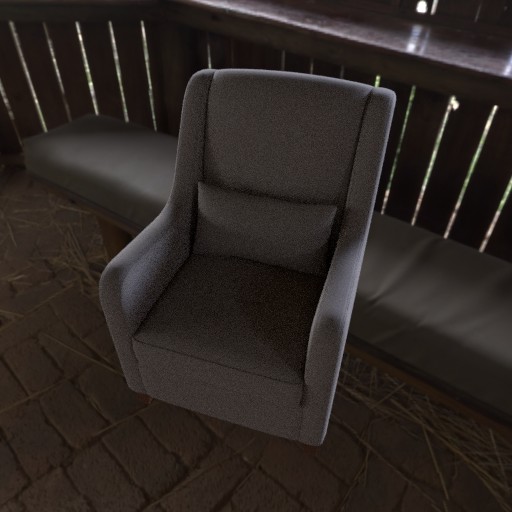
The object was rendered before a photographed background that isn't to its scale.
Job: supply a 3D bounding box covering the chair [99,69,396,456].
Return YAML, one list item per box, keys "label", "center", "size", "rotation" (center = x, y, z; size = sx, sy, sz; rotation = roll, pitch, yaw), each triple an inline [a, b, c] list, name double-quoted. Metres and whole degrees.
- label: "chair"
  center: [0.000, 0.000, 1.552]
  size: [0.715, 1.010, 0.863]
  rotation: [12, 42, 14]
